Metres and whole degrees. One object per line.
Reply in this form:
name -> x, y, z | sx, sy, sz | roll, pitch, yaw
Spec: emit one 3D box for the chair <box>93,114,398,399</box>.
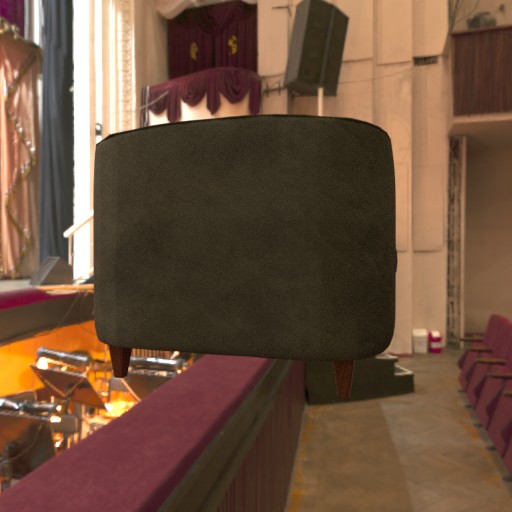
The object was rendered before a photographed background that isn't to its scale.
chair -> 0.000, 0.000, 1.792 | 1.104, 0.852, 0.941 | 0, 1, 17
